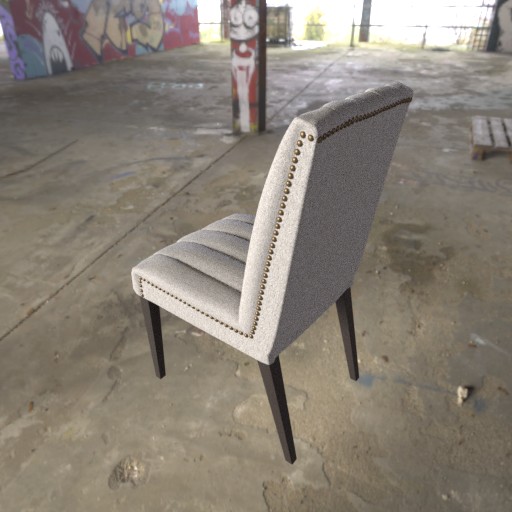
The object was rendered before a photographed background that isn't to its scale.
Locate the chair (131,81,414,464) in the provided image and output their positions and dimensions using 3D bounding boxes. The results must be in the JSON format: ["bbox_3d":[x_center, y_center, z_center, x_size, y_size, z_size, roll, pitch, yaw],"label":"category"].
[{"bbox_3d":[0.000,0.000,1.365,0.647,1.016,0.511,21,37,32],"label":"chair"}]
